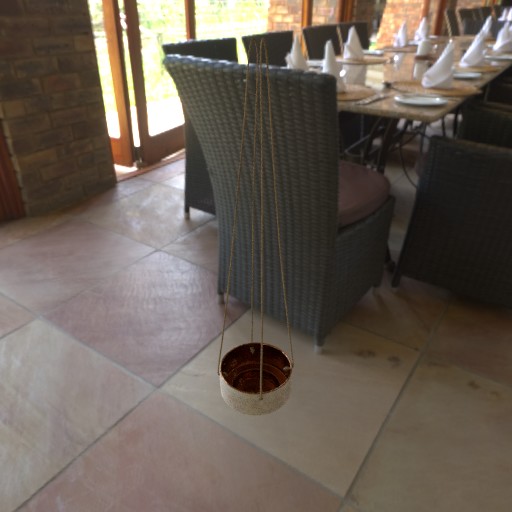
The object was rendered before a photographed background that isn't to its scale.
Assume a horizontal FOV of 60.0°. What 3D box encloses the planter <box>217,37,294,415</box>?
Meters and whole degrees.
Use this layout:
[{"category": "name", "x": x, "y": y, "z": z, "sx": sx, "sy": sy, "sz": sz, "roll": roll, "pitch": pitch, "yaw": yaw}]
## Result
[{"category": "planter", "x": 0.000, "y": 0.000, "z": 1.162, "sx": 0.223, "sy": 1.030, "sz": 0.223, "roll": 21, "pitch": 36, "yaw": 32}]
